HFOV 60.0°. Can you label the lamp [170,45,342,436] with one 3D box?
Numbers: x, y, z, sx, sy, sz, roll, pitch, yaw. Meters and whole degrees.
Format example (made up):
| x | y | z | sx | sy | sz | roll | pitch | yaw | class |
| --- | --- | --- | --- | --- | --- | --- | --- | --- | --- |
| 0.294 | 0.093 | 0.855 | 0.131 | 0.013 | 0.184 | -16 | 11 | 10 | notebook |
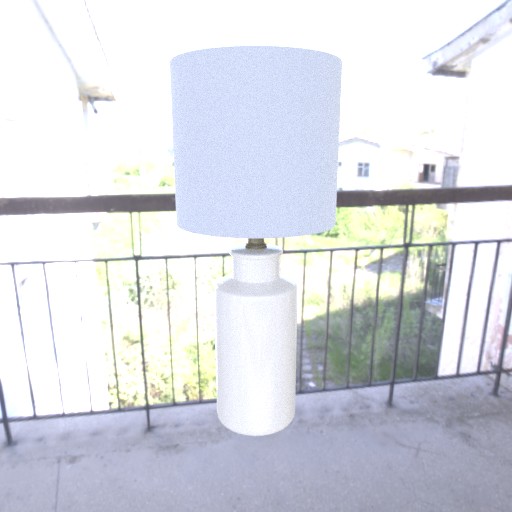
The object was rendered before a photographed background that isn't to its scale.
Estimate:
| x | y | z | sx | sy | sz | roll | pitch | yaw | class |
| --- | --- | --- | --- | --- | --- | --- | --- | --- | --- |
| 0.000 | 0.000 | 0.611 | 0.212 | 0.493 | 0.212 | -2 | 14 | -8 | lamp |
